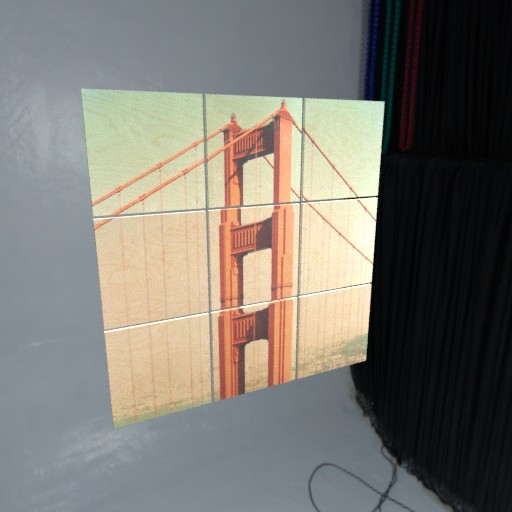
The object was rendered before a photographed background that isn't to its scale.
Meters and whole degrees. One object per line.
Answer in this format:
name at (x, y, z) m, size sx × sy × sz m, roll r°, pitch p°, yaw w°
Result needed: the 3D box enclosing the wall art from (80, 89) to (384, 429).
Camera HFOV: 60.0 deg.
wall art at (0.000, 0.000, 1.793) m, size 1.214 × 1.219 × 0.013 m, roll -7°, pitch 17°, yaw -25°
